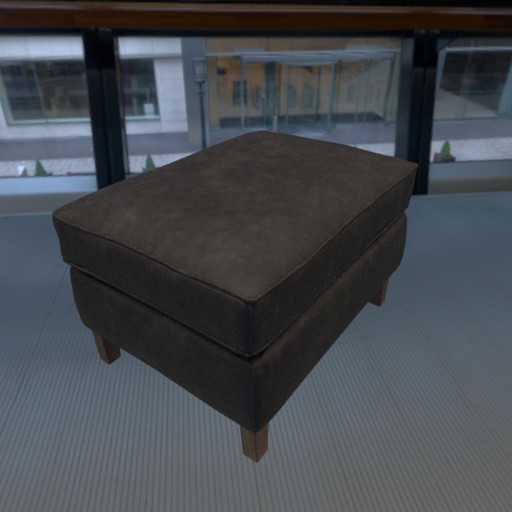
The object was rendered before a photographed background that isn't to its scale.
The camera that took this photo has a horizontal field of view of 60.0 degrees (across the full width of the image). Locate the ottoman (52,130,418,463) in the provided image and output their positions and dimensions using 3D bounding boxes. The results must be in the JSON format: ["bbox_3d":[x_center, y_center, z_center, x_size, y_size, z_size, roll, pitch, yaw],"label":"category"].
[{"bbox_3d":[0.000,0.000,0.993,0.501,0.413,0.665,21,37,30],"label":"ottoman"}]
